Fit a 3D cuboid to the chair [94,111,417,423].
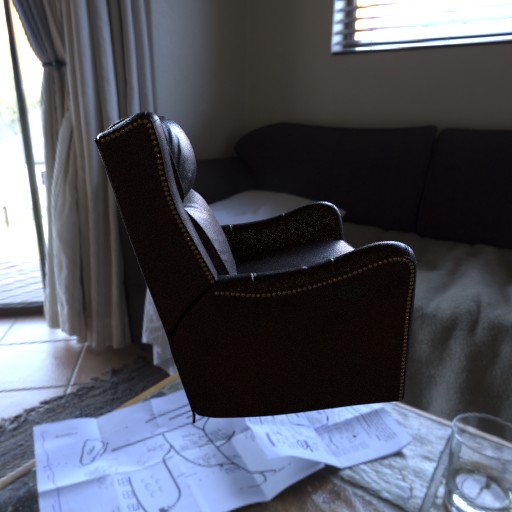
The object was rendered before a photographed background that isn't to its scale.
[{"bbox_3d":[0.000,0.000,1.782,1.008,1.084,0.869,-3,17,-8],"label":"chair"}]
